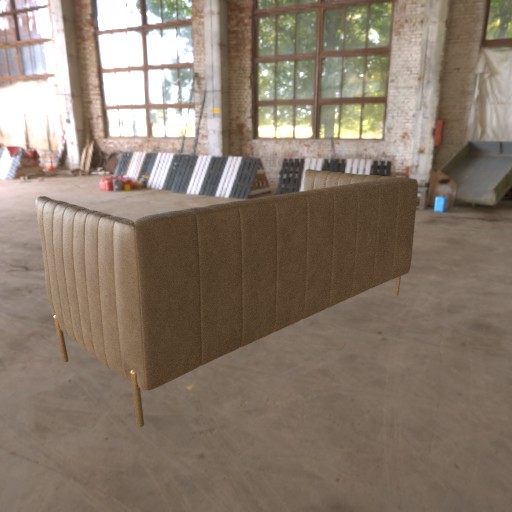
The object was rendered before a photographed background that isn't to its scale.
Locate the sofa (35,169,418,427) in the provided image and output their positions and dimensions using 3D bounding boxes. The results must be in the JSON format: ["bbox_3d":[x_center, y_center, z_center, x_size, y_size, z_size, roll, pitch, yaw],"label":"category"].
[{"bbox_3d":[0.000,0.000,2.415,1.980,0.779,0.876,-15,22,-42],"label":"sofa"}]
